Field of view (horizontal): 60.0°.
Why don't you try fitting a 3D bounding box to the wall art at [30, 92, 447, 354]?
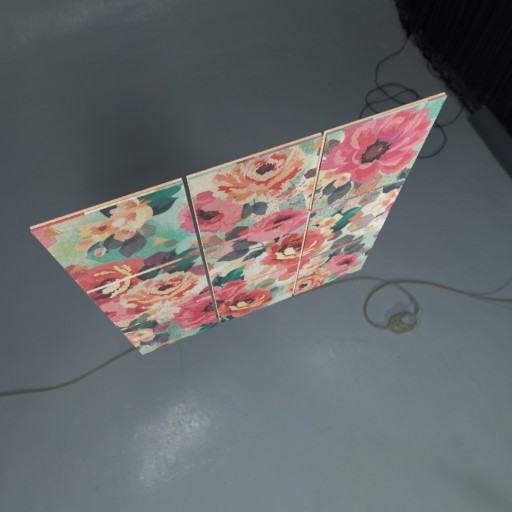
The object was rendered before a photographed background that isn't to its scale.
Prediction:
[{"bbox_3d":[0.000,0.000,1.312,0.911,0.910,0.012,-20,65,-10],"label":"wall art"}]
